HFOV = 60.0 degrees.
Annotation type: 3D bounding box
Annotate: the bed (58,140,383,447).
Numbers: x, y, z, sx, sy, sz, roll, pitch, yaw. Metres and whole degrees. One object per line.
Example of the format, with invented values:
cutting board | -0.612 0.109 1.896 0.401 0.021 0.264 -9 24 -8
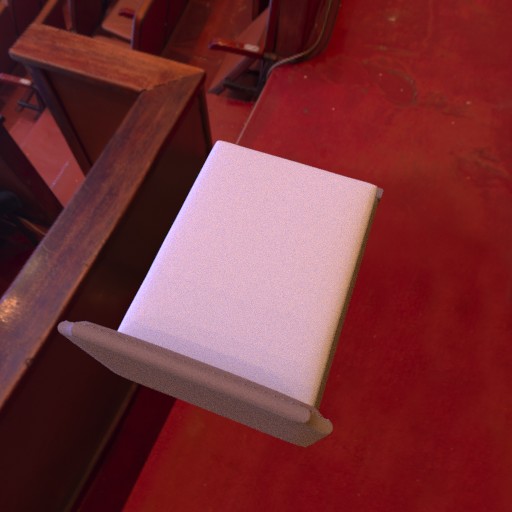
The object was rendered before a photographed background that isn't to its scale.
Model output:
bed | 0.000 0.000 3.539 1.713 1.443 2.372 18 65 9
